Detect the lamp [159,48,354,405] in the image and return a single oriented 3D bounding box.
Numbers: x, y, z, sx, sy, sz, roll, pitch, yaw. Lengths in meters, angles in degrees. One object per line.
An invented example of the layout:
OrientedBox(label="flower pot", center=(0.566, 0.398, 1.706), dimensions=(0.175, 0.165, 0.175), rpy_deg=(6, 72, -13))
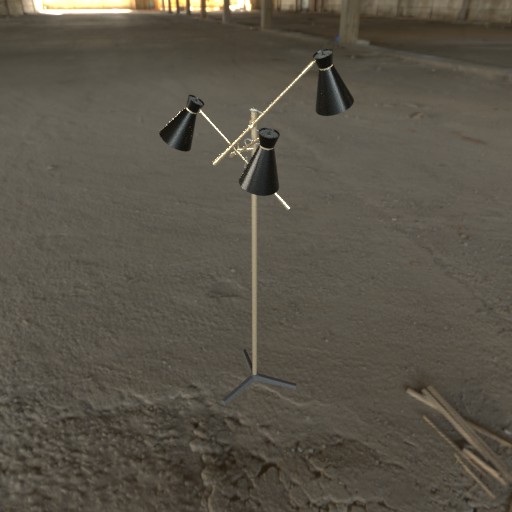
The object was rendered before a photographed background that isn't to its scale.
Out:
OrientedBox(label="lamp", center=(0.000, 0.000, 2.115), dimensions=(0.750, 1.804, 0.653), rpy_deg=(-8, 31, -14))
